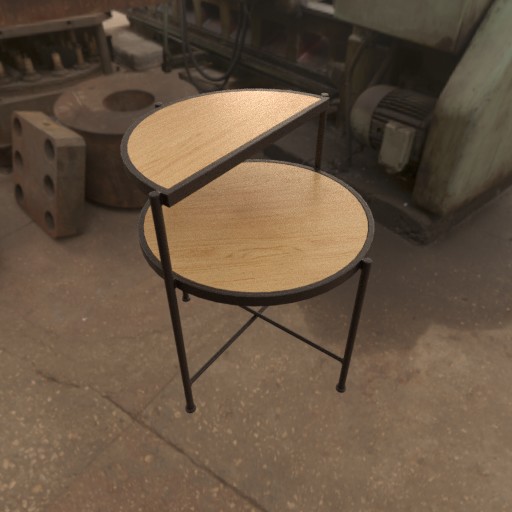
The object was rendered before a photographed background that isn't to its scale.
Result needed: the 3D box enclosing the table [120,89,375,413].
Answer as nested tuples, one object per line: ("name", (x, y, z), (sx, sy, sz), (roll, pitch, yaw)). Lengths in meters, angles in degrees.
("table", (0.000, 0.000, 1.178), (0.628, 0.684, 0.629), (25, 46, 27))
